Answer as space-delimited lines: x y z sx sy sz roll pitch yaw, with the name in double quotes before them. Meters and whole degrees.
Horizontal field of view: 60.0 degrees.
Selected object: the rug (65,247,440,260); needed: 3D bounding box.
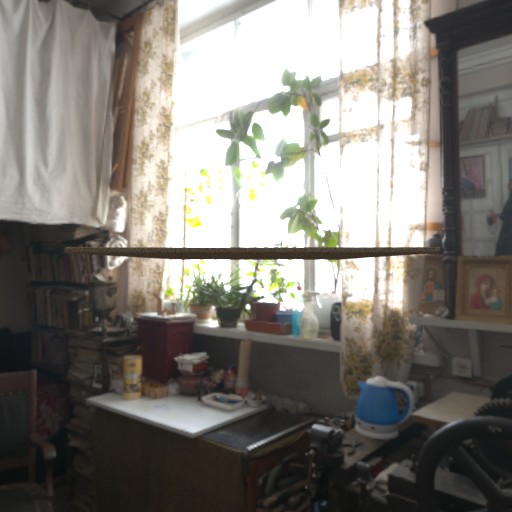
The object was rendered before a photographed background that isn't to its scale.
"rug" 0.000 0.000 2.941 1.500 0.025 2.346 0 -1 1
